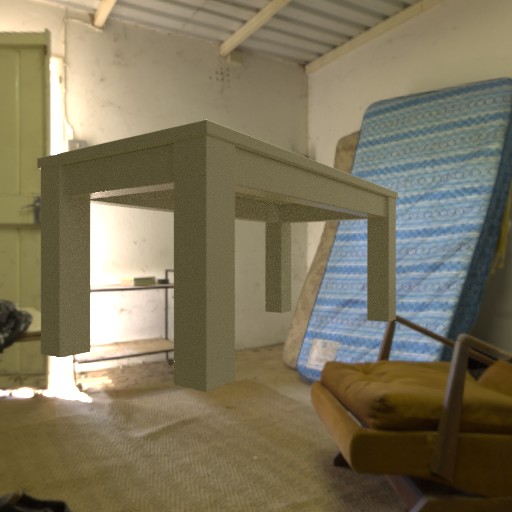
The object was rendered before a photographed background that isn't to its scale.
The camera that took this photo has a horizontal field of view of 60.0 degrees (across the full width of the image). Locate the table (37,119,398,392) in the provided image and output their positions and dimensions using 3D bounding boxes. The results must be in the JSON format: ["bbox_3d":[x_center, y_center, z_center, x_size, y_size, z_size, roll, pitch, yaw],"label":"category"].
[{"bbox_3d":[0.000,0.000,2.271,0.900,0.790,1.800,0,0,35],"label":"table"}]
